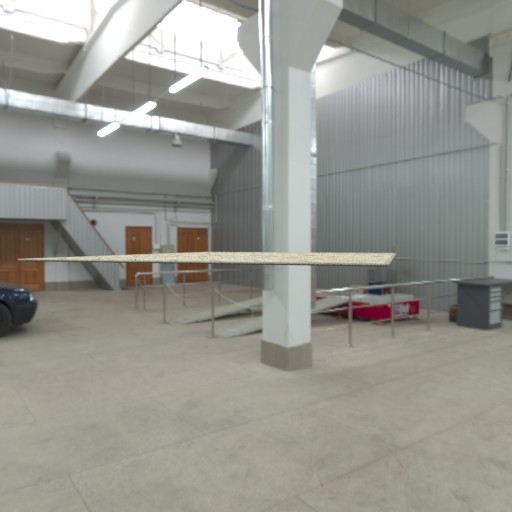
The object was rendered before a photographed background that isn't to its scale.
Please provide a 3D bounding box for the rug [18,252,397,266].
[{"bbox_3d":[0.000,0.000,4.098,2.441,0.016,3.050,0,2,18],"label":"rug"}]
